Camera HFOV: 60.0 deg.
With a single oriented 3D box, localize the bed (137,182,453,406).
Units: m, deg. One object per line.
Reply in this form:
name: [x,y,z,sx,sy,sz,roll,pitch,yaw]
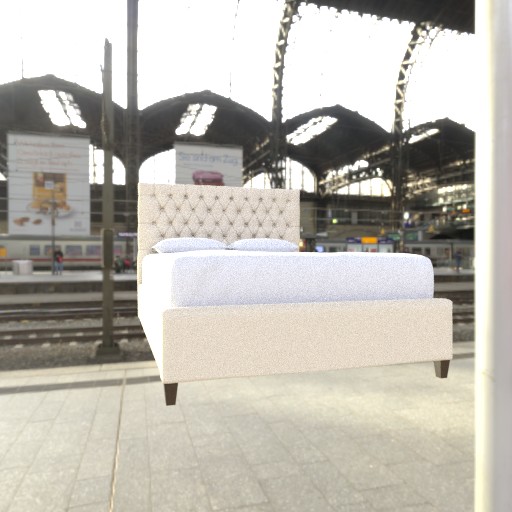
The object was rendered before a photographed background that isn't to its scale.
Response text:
bed: [0.000,0.000,3.463,1.698,1.427,2.387,0,0,-17]
